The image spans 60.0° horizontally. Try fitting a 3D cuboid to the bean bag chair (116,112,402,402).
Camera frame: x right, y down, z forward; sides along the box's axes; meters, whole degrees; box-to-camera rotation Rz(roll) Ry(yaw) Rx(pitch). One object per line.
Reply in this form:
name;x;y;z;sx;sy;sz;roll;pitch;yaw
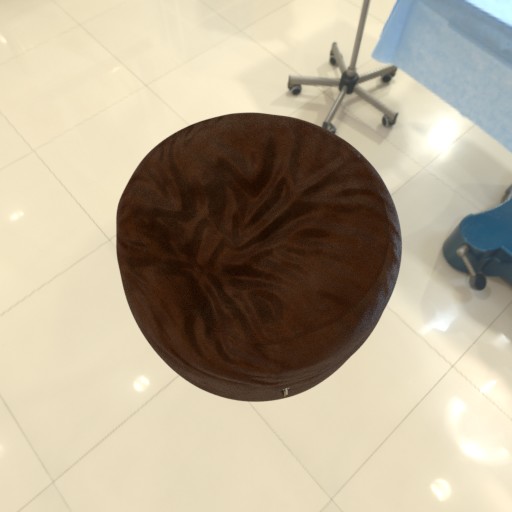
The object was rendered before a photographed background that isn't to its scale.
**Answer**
bean bag chair;0.000;0.000;1.535;0.918;0.616;0.918;0;63;0
